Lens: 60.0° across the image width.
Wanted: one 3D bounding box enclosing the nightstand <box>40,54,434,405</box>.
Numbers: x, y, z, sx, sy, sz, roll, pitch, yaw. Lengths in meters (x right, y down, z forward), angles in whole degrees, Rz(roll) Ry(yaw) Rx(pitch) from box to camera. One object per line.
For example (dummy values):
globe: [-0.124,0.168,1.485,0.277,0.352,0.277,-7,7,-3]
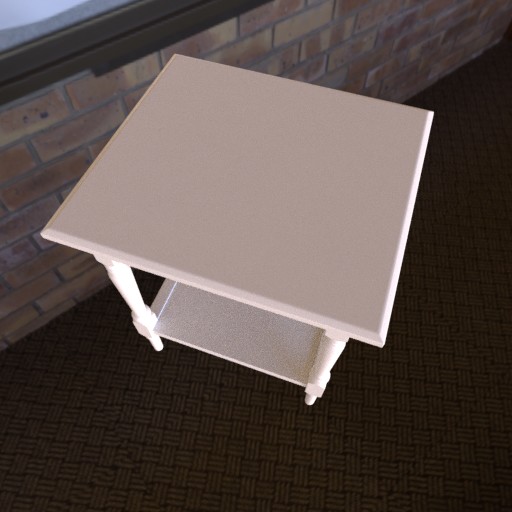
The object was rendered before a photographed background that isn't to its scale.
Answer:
nightstand: [0.000,0.000,0.945,0.505,0.555,0.459,17,60,10]
